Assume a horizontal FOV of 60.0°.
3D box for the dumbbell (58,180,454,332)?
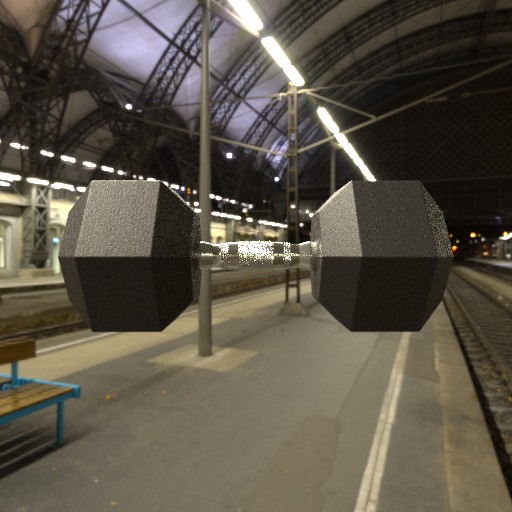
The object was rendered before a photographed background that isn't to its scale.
[{"bbox_3d":[0.000,0.000,0.340,0.271,0.106,0.122,0,1,0],"label":"dumbbell"}]
